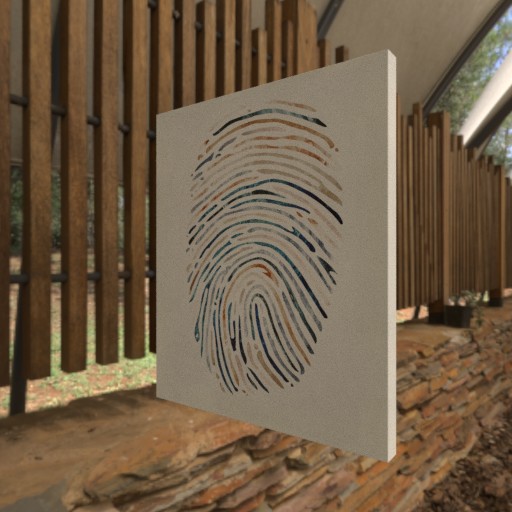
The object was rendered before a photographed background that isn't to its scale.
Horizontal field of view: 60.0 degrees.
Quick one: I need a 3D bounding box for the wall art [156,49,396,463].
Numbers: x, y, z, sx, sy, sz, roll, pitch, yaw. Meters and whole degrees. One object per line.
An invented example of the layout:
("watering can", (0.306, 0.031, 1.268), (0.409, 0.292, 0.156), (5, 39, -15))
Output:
("wall art", (0.000, 0.000, 0.814), (0.508, 0.606, 0.037), (0, 0, 37))
